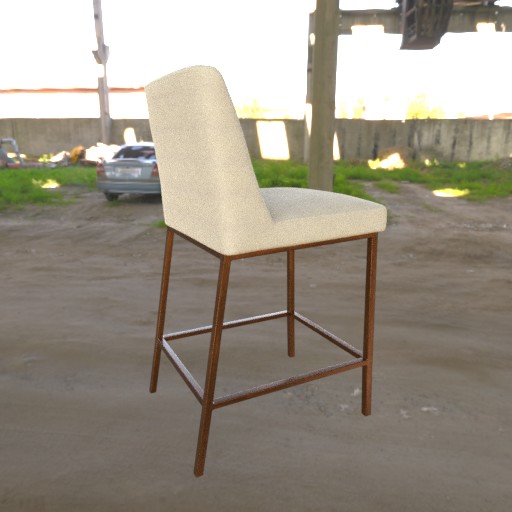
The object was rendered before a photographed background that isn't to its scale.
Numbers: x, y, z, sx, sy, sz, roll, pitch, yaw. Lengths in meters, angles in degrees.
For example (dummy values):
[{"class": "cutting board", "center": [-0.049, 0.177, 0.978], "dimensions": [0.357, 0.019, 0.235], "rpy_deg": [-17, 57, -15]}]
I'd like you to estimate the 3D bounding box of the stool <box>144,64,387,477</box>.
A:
[{"class": "stool", "center": [0.000, 0.000, 1.309], "dimensions": [0.576, 0.973, 0.507], "rpy_deg": [-7, 16, -27]}]
